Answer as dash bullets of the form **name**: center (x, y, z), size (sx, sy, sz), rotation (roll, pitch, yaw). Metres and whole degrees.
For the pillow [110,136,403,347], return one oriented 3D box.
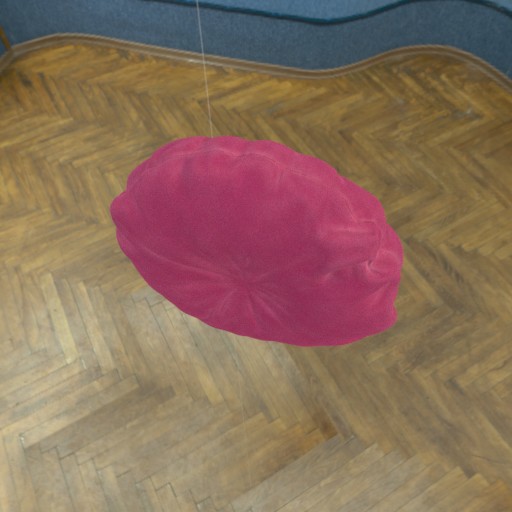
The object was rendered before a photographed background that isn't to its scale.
- **pillow**: center (0.000, 0.000, 0.650), size (0.428, 0.407, 0.148), rotation (15, 59, 9)
